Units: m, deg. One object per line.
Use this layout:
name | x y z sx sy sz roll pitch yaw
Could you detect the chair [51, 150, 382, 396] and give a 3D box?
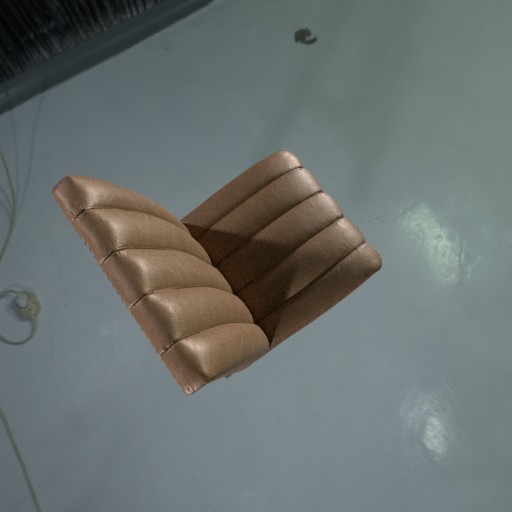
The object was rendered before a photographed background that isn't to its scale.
chair | 0.000 0.000 1.323 0.647 1.016 0.511 -36 78 -9
